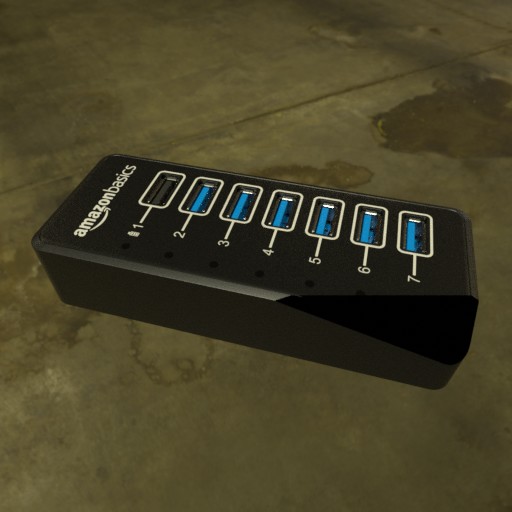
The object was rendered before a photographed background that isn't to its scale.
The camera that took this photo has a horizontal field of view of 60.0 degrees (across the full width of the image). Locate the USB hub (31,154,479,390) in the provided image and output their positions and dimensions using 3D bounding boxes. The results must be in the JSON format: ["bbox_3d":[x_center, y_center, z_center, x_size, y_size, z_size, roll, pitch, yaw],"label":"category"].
[{"bbox_3d":[0.000,0.000,0.124,0.110,0.023,0.044,11,48,10],"label":"USB hub"}]
